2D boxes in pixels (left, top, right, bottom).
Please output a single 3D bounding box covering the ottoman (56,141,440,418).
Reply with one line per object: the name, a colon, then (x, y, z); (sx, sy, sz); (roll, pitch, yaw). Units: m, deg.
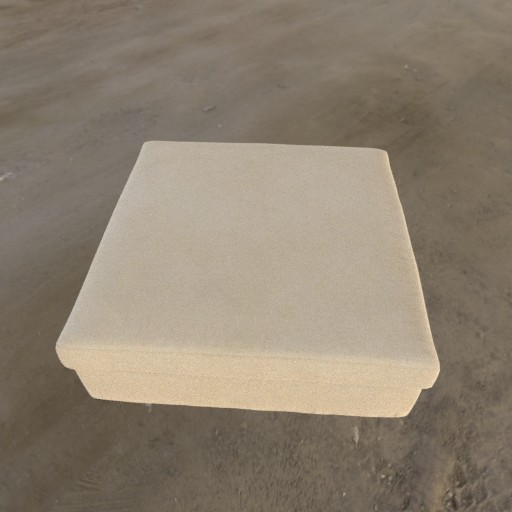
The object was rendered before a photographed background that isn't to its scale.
ottoman: (0.000, 0.000, 1.854); (1.205, 0.522, 1.190); (3, 47, 3)
